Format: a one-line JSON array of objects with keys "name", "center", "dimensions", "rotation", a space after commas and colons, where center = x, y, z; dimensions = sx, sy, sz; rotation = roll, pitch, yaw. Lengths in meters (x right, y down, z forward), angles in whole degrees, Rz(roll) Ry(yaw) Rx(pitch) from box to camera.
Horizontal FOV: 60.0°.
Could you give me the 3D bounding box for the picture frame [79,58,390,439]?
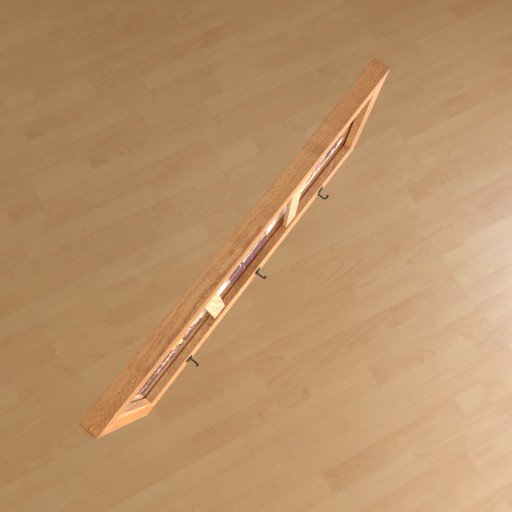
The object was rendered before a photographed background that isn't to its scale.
[{"name": "picture frame", "center": [0.000, 0.000, 0.651], "dimensions": [0.045, 0.234, 0.582], "rotation": [37, 79, 8]}]
